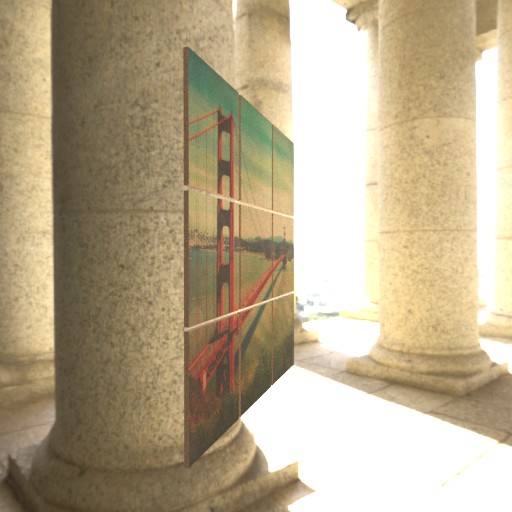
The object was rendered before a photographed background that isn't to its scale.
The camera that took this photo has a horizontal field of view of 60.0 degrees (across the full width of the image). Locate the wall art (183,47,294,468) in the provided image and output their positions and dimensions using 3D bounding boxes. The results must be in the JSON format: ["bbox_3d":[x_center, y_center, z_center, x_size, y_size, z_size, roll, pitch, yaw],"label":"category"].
[{"bbox_3d":[0.000,0.000,1.846,0.016,1.207,1.217,0,1,19],"label":"wall art"}]
